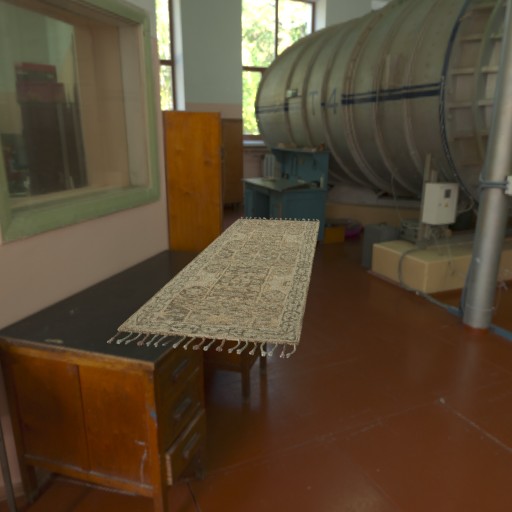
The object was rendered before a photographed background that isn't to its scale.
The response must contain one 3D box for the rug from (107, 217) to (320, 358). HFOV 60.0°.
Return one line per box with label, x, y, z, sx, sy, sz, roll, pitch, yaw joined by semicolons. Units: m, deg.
rug;0.000;0.000;2.952;0.762;0.011;2.664;3;16;9
